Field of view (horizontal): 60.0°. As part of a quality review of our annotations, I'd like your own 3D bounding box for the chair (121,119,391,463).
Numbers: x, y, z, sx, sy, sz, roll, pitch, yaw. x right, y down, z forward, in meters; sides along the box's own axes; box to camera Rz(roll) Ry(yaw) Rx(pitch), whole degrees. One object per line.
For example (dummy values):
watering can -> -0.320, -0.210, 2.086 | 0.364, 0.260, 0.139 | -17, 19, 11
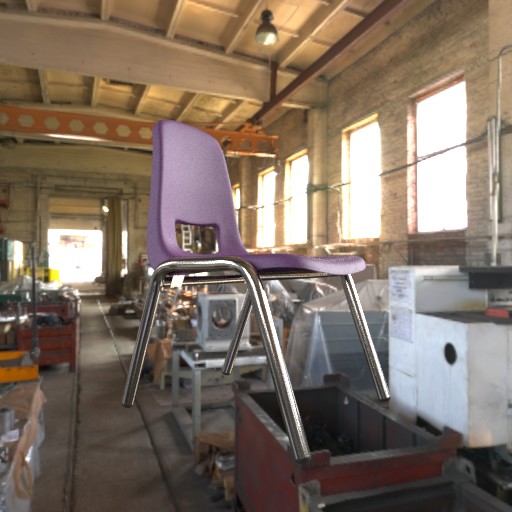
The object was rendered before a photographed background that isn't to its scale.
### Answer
chair -> 0.000, 0.000, 0.871 | 0.419, 0.584, 0.356 | -1, -1, 35
